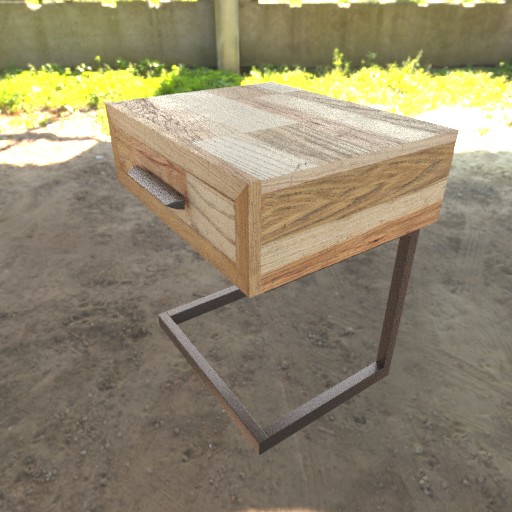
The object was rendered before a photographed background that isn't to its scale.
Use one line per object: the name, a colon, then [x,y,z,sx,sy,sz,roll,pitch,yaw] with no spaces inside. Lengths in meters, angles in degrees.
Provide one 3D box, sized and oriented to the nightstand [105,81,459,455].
nightstand: [0.000,0.000,1.017,0.481,0.632,0.558,-20,36,-29]
